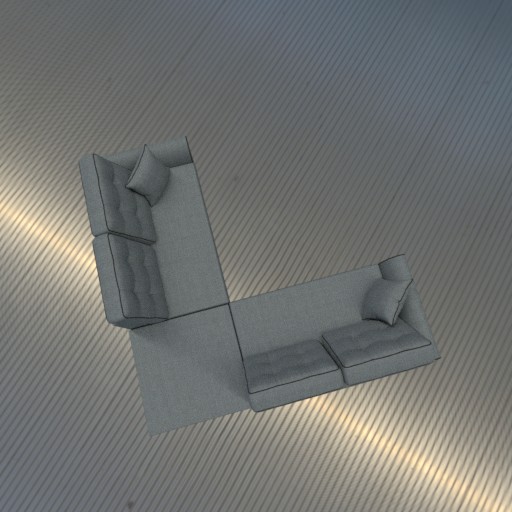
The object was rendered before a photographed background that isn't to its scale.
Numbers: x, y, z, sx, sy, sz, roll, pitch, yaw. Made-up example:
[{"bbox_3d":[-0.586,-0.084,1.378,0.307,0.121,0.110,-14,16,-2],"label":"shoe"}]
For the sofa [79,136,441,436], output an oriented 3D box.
[{"bbox_3d":[0.000,0.000,3.274,2.068,0.988,2.070,-15,77,-3],"label":"sofa"}]
